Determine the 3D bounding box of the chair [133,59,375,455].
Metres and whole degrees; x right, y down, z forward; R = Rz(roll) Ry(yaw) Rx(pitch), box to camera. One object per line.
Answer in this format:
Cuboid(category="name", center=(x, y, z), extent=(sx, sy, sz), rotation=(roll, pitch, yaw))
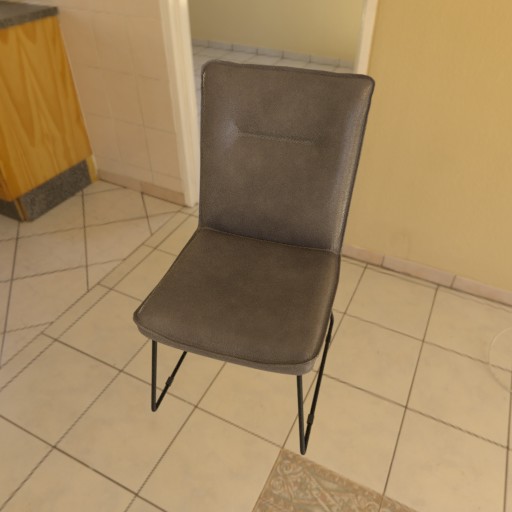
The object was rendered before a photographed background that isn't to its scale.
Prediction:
Cuboid(category="chair", center=(0.000, 0.000, 1.346), extent=(0.515, 0.932, 0.688), rotation=(11, 41, 13))
